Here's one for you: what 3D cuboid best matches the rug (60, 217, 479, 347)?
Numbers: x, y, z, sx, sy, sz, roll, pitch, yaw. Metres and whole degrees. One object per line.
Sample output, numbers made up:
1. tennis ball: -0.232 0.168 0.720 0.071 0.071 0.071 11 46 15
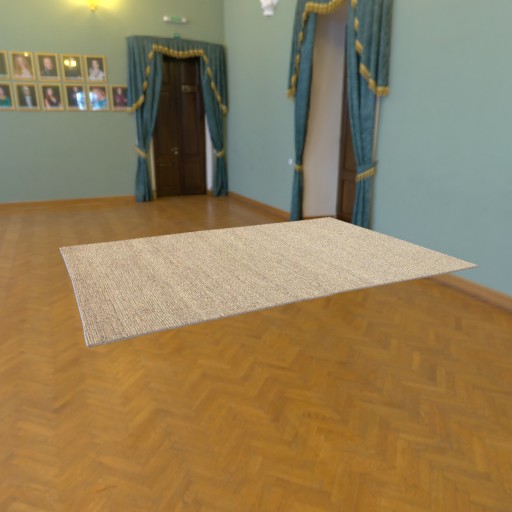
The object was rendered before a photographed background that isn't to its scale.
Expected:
1. rug: 0.000 0.000 2.972 2.342 0.030 1.609 -8 19 -25
